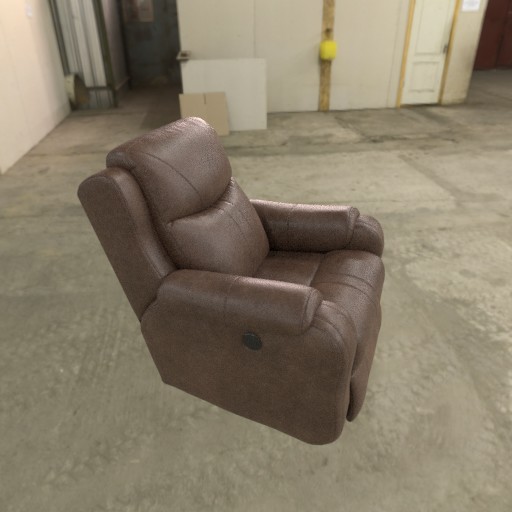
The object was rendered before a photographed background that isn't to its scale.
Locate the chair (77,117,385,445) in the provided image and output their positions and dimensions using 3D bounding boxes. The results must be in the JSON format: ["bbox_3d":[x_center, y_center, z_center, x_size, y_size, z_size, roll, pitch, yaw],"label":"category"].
[{"bbox_3d":[0.000,0.000,1.848,1.067,0.990,0.940,11,31,18],"label":"chair"}]
